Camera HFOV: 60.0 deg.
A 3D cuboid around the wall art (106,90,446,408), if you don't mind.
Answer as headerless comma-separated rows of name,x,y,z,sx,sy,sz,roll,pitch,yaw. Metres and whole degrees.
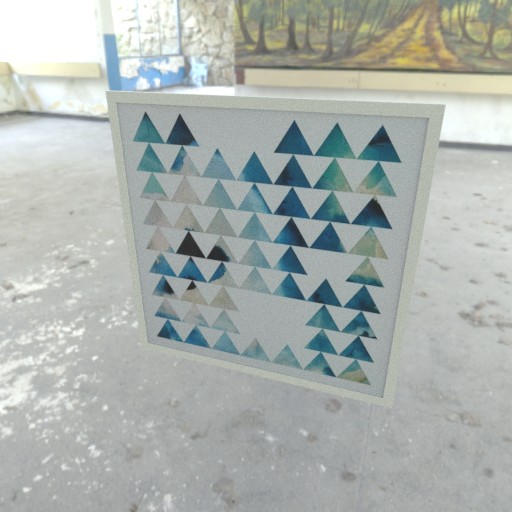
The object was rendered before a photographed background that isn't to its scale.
wall art,0.000,0.000,1.190,0.809,0.809,0.012,9,27,17
